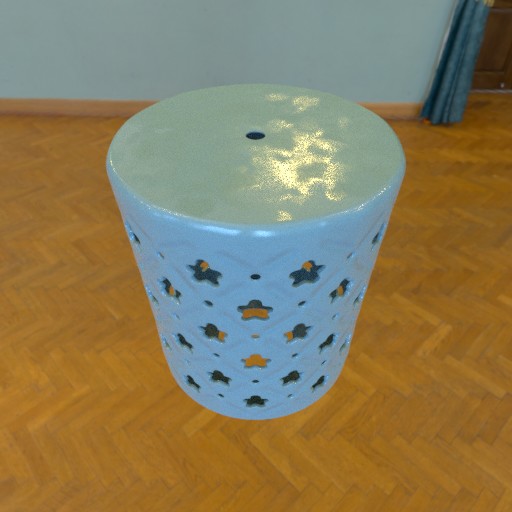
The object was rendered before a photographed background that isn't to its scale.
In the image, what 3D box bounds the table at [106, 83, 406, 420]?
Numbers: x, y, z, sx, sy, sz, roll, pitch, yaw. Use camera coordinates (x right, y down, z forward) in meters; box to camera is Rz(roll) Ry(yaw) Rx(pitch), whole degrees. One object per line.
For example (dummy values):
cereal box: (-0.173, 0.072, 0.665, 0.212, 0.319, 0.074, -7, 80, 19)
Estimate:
table: (0.000, 0.000, 0.655, 0.352, 0.387, 0.352, 0, 42, 0)
